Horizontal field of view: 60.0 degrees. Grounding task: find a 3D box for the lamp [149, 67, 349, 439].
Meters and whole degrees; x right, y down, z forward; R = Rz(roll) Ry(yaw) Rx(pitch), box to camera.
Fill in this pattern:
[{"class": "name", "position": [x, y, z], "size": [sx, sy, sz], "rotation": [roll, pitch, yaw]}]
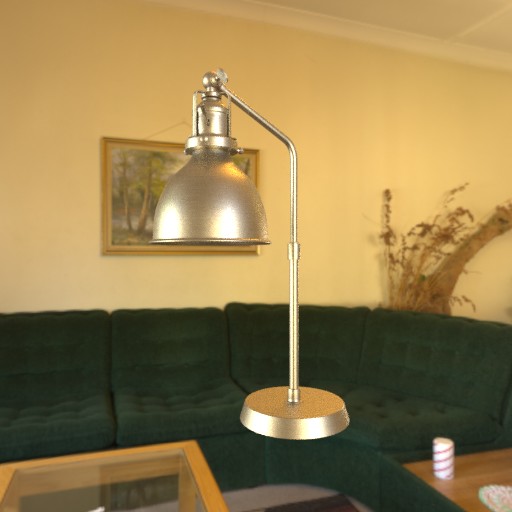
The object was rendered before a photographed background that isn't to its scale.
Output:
[{"class": "lamp", "position": [0.000, 0.000, 0.588], "size": [0.286, 0.456, 0.153], "rotation": [0, 0, -36]}]
